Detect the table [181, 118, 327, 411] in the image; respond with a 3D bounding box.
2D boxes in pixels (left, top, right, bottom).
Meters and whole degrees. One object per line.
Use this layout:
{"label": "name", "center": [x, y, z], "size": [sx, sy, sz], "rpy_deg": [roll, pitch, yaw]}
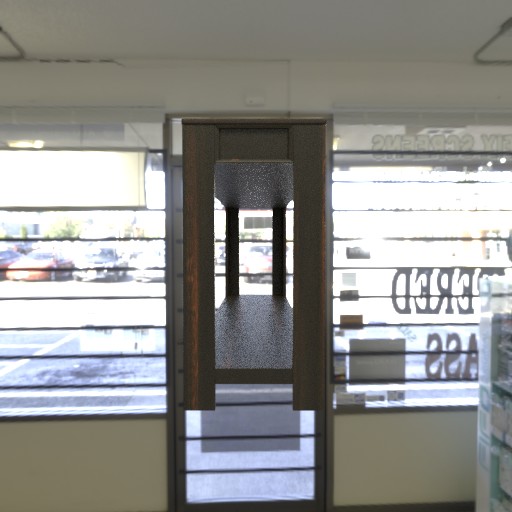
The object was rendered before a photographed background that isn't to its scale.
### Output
{"label": "table", "center": [0.000, 0.000, 1.966], "size": [0.384, 0.762, 1.631], "rpy_deg": [0, 2, 0]}
